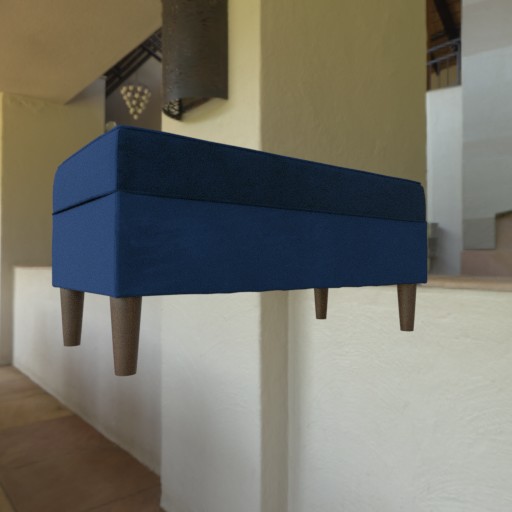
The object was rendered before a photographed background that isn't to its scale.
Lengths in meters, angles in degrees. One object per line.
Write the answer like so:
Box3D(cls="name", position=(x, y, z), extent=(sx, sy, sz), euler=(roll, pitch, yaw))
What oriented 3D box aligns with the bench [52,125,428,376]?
Box3D(cls="bench", position=(0.000, 0.000, 1.280), extent=(1.010, 0.467, 0.489), euler=(1, -1, -37))
